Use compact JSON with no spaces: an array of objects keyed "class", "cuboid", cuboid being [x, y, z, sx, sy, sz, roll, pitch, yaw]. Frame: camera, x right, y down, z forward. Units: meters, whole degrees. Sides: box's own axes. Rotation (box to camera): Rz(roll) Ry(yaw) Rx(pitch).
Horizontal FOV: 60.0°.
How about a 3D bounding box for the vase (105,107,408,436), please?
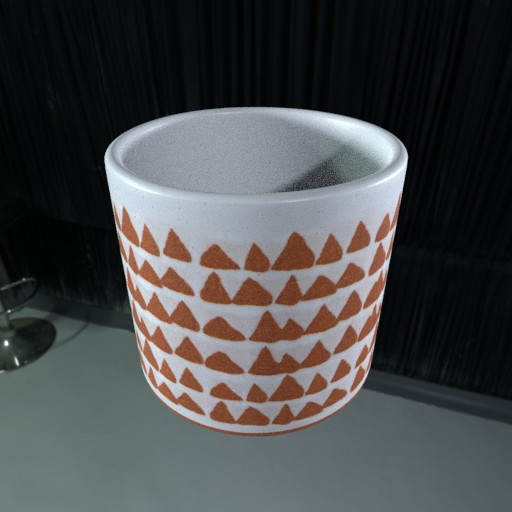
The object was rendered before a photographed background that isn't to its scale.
[{"class":"vase","cuboid":[0.000,0.000,0.239,0.137,0.127,0.137,0,31,0]}]
